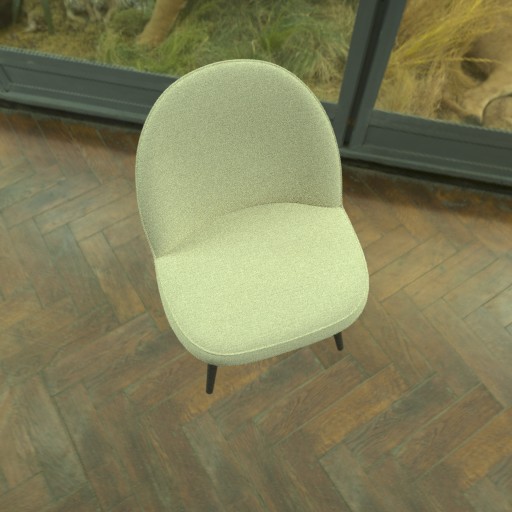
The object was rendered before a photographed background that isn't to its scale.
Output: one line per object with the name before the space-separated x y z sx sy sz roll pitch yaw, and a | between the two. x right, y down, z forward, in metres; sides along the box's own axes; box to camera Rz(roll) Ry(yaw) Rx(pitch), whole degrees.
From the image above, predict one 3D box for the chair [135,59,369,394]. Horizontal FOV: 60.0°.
chair | 0.000 0.000 1.185 0.532 0.838 0.540 -16 64 -8
